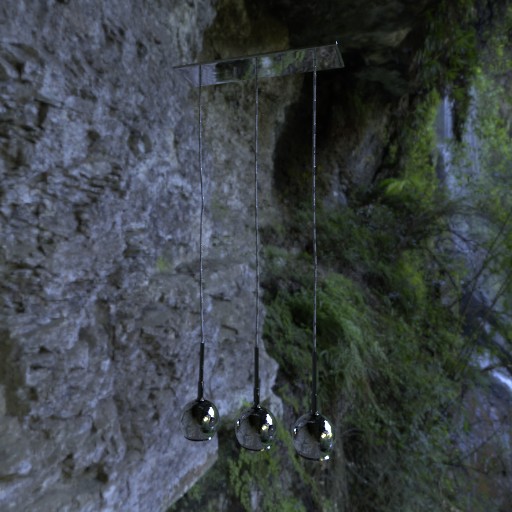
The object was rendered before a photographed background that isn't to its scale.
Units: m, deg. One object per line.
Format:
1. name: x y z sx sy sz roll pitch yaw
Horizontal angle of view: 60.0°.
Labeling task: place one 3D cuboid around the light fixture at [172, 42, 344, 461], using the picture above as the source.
1. light fixture: 0.000 0.000 1.649 0.623 1.408 0.188 0 1 19
